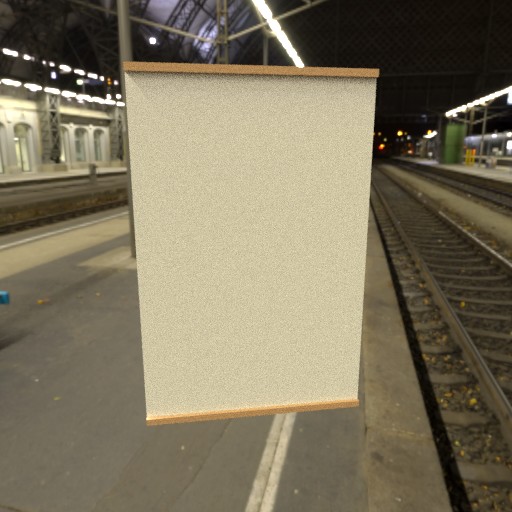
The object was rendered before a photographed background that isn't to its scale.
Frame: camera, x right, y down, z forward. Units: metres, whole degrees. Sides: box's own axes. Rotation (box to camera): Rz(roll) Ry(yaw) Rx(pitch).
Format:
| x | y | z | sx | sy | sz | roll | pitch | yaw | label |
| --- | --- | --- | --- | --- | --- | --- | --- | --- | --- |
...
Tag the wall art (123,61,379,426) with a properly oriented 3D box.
| x | y | z | sx | sy | sz | roll | pitch | yaw | label |
| --- | --- | --- | --- | --- | --- | --- | --- | --- | --- |
| 0.000 | 0.000 | 1.279 | 0.669 | 1.020 | 0.027 | -2 | 14 | -9 | wall art |
